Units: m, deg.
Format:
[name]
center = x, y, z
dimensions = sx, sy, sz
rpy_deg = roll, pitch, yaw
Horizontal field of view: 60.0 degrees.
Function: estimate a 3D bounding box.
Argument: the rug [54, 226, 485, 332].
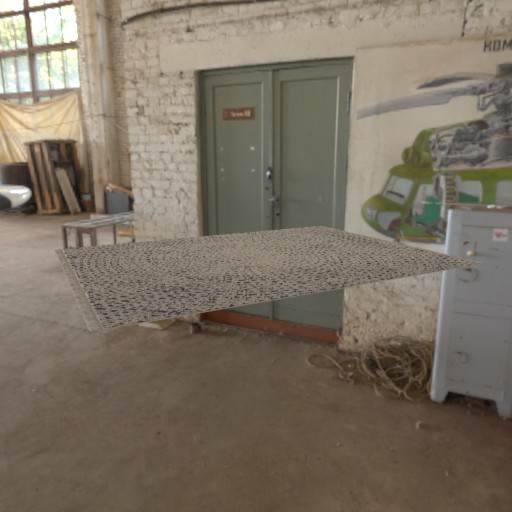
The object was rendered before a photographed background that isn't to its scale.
[rug]
center = 0.000, 0.000, 2.063
dimensions = 1.634, 0.003, 1.190
rpy_deg = -7, 14, -27
